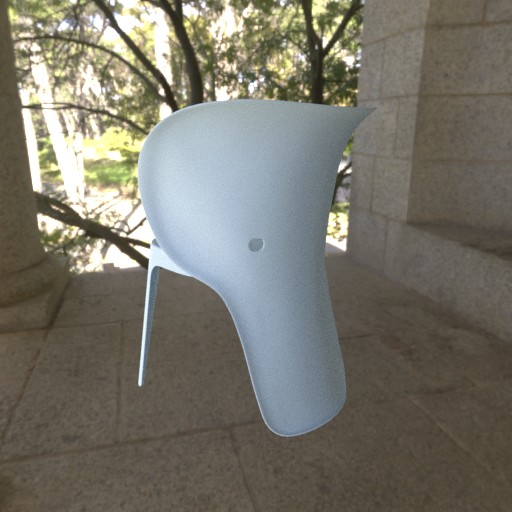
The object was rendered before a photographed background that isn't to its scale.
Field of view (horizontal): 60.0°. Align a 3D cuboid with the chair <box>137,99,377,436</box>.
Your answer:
[{"bbox_3d":[0.000,0.000,0.869,0.451,0.554,0.402,-15,22,-42],"label":"chair"}]
